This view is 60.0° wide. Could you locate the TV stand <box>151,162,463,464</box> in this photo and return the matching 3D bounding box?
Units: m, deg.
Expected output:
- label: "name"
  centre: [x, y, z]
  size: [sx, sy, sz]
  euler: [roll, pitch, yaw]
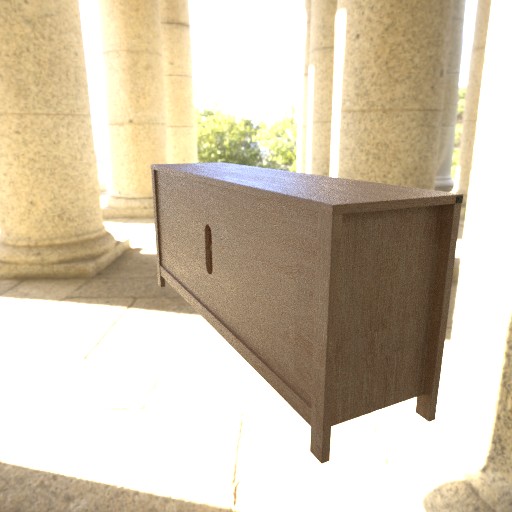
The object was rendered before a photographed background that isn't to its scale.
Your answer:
- label: "TV stand"
  centre: [0.000, 0.000, 1.672]
  size: [0.398, 0.610, 1.466]
  euler: [-8, 17, -26]
